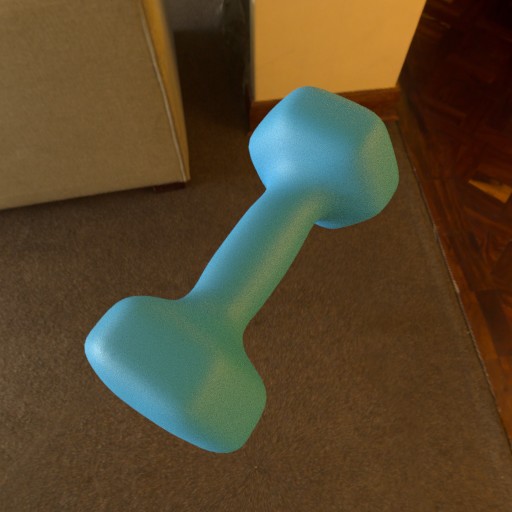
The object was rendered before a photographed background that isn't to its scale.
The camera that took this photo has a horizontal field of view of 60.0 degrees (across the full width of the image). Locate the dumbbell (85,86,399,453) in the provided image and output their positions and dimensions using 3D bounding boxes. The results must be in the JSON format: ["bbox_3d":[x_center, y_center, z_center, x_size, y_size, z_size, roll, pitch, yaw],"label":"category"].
[{"bbox_3d":[0.000,0.000,0.188,0.074,0.066,0.152,30,68,14],"label":"dumbbell"}]
